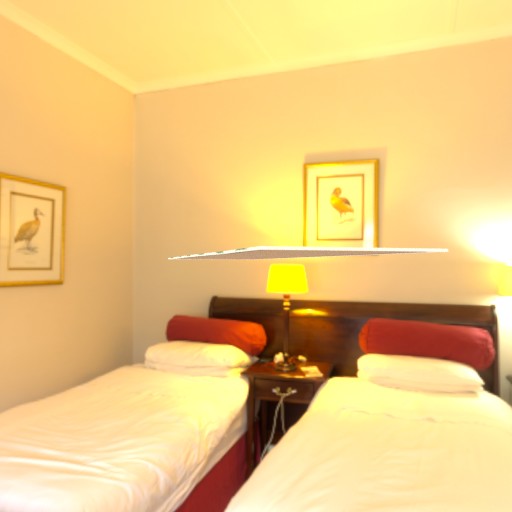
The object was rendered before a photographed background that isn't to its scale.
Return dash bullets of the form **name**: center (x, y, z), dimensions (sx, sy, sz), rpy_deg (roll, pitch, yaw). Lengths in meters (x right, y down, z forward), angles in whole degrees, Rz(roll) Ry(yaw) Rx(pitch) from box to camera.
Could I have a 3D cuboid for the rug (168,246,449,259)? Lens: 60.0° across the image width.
- **rug**: center (0.000, 0.000, 2.735), dimensions (0.768, 0.012, 2.438), rpy_deg (0, -1, -18)
